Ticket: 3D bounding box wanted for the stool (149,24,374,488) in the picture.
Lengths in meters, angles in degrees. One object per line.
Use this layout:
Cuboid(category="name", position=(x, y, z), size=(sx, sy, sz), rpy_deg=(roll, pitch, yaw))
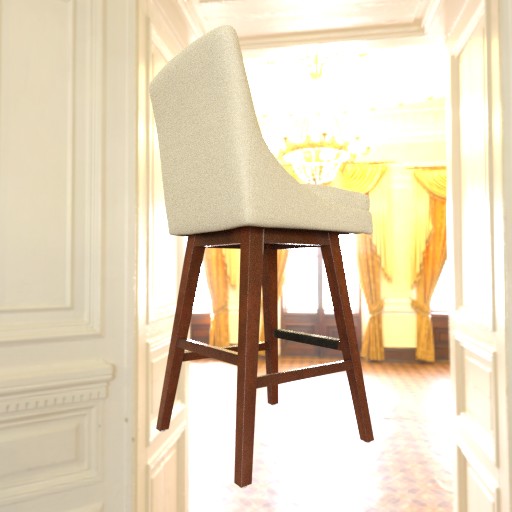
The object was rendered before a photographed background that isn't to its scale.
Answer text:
Cuboid(category="stool", position=(0.000, 0.000, 1.352), size=(0.559, 1.097, 0.470), rpy_deg=(1, -2, -37))
